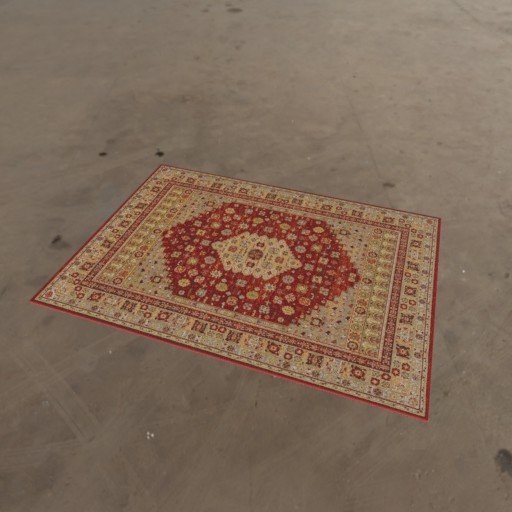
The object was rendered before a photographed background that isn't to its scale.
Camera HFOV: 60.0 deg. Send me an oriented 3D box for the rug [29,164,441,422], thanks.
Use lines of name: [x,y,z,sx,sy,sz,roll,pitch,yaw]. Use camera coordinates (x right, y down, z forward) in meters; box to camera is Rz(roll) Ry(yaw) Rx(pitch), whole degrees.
rug: [0.000,0.000,2.835,2.211,0.013,1.593,13,44,14]
